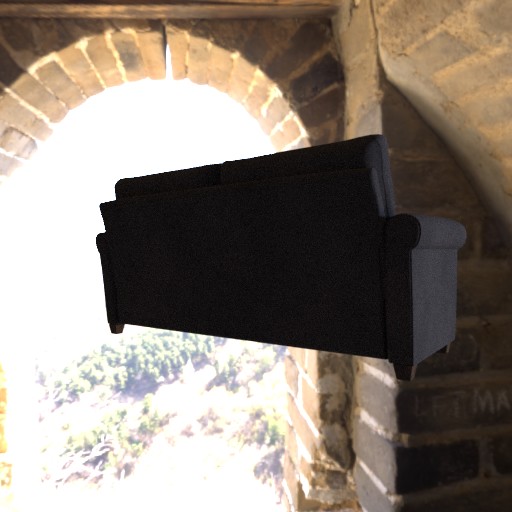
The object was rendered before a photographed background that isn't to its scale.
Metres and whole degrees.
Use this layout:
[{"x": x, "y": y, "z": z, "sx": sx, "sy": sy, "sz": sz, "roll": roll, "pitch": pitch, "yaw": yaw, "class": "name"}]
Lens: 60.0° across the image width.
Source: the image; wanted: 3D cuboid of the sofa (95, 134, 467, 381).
[{"x": 0.000, "y": 0.000, "z": 2.390, "sx": 1.935, "sy": 0.942, "sz": 0.842, "roll": 0, "pitch": -1, "yaw": 36, "class": "sofa"}]
